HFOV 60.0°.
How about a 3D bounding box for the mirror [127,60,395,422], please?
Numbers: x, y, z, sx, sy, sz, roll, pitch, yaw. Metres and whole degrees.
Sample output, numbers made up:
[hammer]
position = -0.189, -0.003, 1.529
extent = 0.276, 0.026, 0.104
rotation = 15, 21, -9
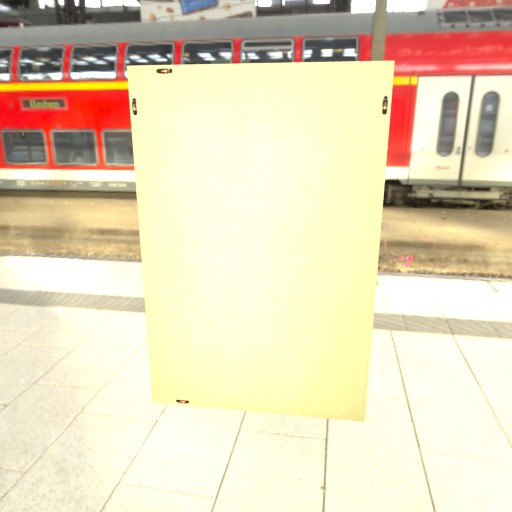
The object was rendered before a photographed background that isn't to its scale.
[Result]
[mirror]
position = 0.000, 0.000, 1.143
extent = 0.609, 0.915, 0.041
rotation = 2, 17, 8
